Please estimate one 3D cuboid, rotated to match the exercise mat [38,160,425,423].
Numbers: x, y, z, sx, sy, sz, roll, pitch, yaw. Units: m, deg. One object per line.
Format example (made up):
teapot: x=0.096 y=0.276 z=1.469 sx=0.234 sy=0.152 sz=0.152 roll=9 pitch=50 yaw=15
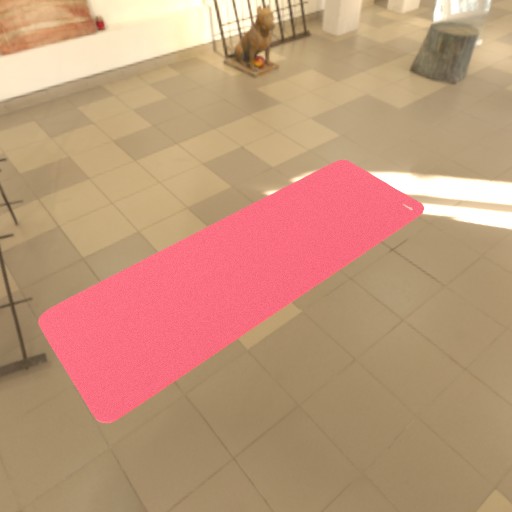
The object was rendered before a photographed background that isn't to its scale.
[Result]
exercise mat: x=0.000 y=0.000 z=2.099 sx=1.884 sy=0.021 sz=0.616 roll=-30 pitch=53 yaw=-27
